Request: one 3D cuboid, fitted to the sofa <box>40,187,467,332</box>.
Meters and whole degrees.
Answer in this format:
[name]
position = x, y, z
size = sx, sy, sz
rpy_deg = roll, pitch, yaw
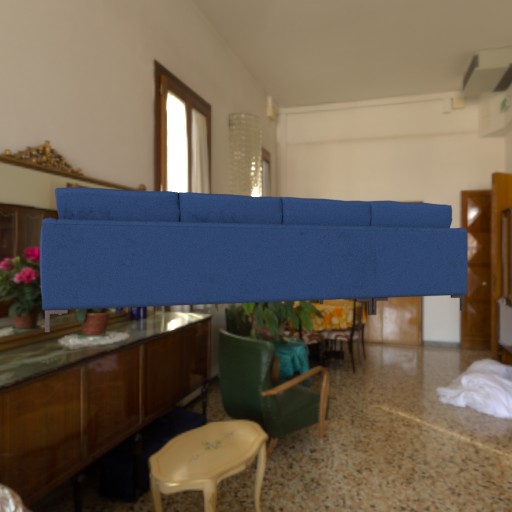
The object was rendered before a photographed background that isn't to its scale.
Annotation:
[sofa]
position = 0.000, 0.000, 2.892
size = 2.450, 0.679, 1.128
rpy_deg = 0, 0, -19
